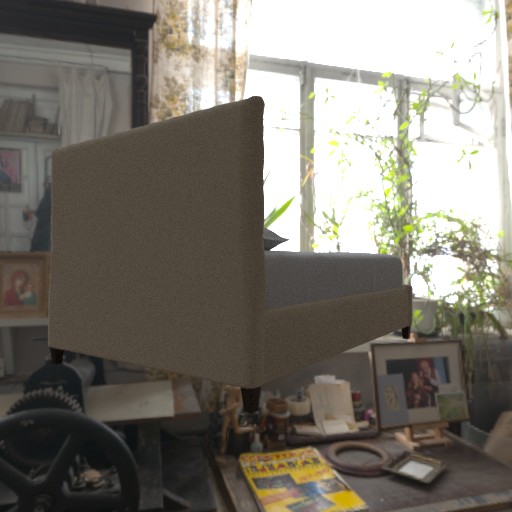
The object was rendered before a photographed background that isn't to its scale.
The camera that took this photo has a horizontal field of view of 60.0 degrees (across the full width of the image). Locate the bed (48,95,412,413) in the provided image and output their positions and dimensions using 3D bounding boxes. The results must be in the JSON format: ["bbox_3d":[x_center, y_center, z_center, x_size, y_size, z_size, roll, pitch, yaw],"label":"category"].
[{"bbox_3d":[0.000,0.000,3.397,1.698,1.427,2.387,0,-1,36],"label":"bed"}]
